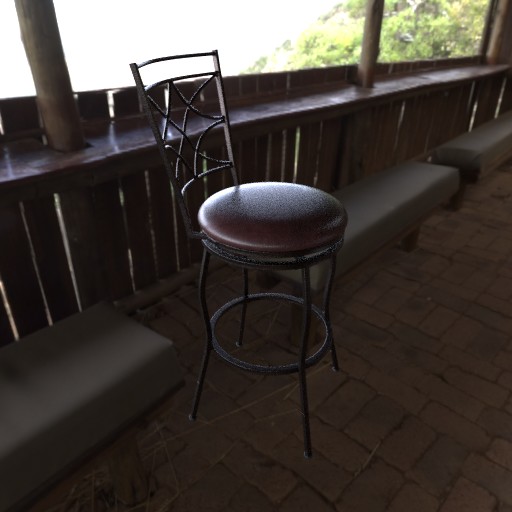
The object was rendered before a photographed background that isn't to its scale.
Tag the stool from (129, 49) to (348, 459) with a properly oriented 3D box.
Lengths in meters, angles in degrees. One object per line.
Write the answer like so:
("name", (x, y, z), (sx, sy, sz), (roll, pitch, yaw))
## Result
("stool", (0.000, 0.000, 1.362), (0.534, 1.117, 0.434), (11, 31, 18))
